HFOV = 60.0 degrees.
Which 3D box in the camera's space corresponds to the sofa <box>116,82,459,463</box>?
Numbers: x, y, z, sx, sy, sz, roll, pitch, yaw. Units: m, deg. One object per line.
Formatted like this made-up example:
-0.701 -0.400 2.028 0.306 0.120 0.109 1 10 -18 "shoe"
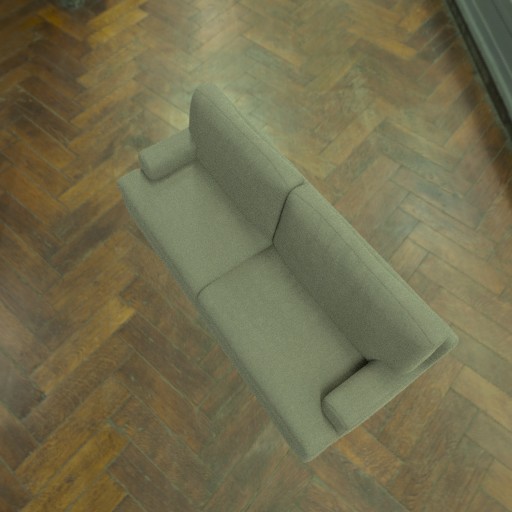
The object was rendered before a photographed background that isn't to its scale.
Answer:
0.000 0.000 2.895 0.962 0.980 2.354 -32 66 -16 "sofa"
